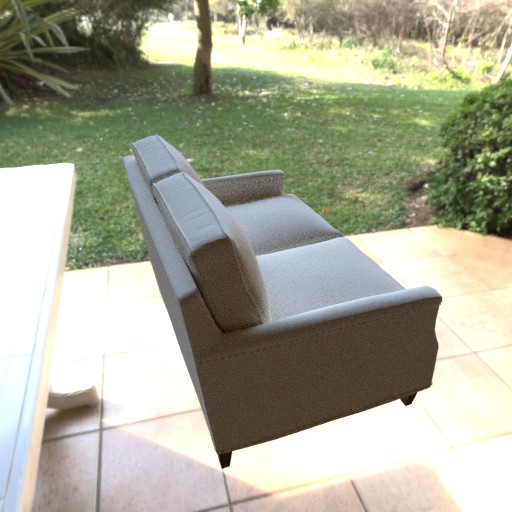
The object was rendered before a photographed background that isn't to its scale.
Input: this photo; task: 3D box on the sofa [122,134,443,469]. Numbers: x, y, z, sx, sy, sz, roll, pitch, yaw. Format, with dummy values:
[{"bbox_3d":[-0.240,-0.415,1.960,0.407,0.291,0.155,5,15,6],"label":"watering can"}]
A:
[{"bbox_3d":[0.000,0.000,2.251,1.084,1.003,1.597,-11,32,-18],"label":"sofa"}]
